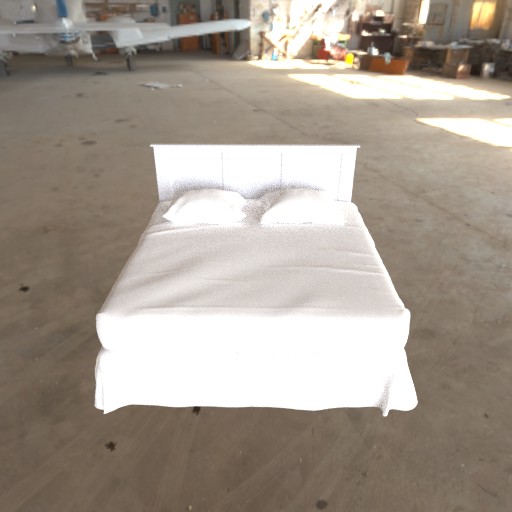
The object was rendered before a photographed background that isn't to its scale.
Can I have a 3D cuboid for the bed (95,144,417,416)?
[{"bbox_3d":[0.000,0.000,3.623,2.317,1.273,2.215,0,29,1],"label":"bed"}]
